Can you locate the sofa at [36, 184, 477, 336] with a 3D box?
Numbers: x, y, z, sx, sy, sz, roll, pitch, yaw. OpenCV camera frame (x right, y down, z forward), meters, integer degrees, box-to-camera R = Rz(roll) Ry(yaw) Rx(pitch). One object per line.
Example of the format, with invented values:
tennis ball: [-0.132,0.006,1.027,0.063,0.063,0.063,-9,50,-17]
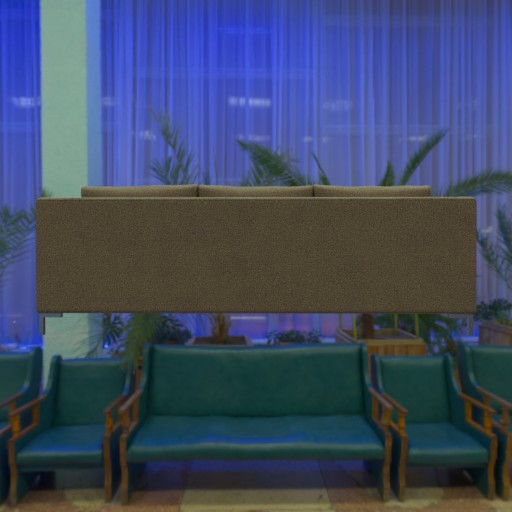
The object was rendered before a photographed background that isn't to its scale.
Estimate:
sofa: [0.000,0.000,2.902,2.415,0.867,0.969,0,0,1]
